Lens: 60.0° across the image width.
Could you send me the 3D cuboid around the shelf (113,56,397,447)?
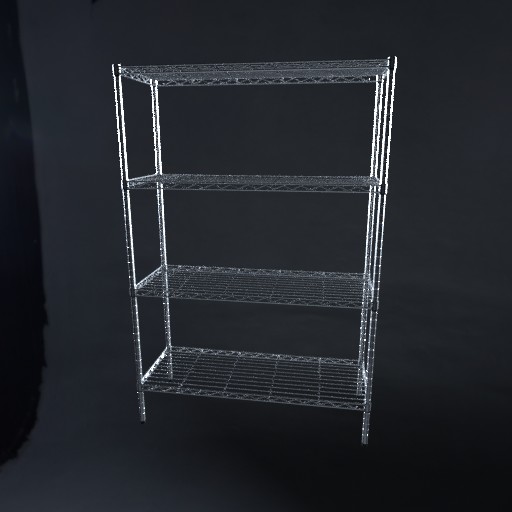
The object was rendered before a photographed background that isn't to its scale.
[{"bbox_3d":[0.000,0.000,1.728,0.907,1.360,0.352,2,15,9],"label":"shelf"}]
